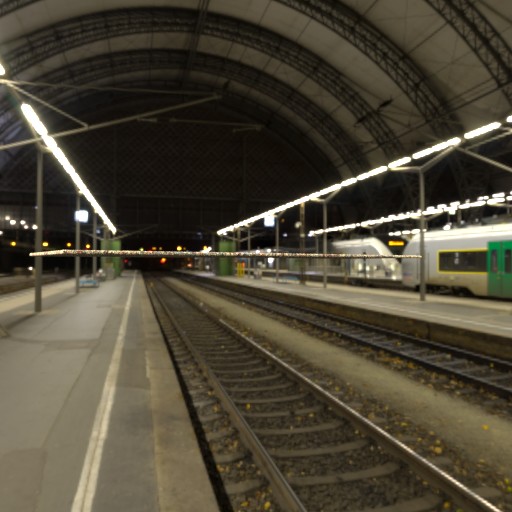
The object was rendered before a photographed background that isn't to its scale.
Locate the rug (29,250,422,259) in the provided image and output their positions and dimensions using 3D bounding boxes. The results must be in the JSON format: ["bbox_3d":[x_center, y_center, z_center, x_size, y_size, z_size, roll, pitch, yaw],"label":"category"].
[{"bbox_3d":[0.000,0.000,2.602,2.292,0.015,0.688,1,-1,-36],"label":"rug"}]
